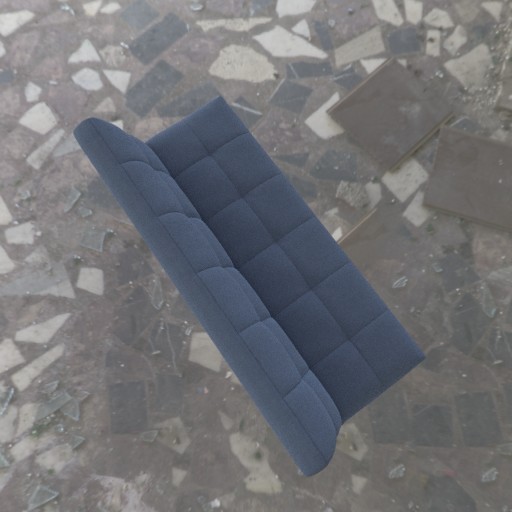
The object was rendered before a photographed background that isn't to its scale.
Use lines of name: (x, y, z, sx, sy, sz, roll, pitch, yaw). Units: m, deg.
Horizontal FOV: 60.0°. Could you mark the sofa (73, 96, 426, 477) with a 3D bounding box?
sofa: (0.000, 0.000, 2.226, 0.796, 0.800, 1.800, -35, 79, -8)
